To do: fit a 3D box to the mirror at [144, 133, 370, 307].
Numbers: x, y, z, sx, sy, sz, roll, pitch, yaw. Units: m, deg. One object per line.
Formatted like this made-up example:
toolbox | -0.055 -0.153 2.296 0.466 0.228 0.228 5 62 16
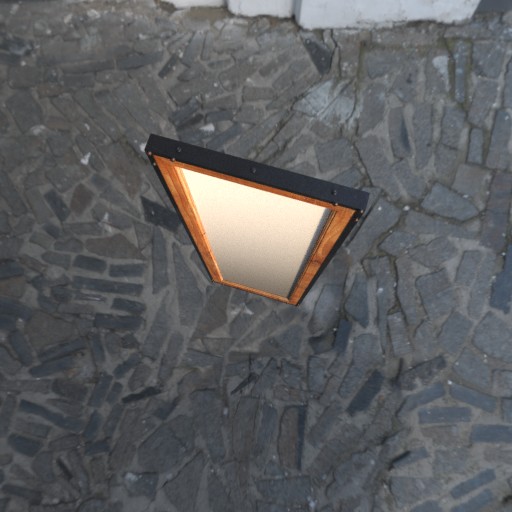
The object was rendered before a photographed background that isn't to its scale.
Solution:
mirror | 0.000 0.000 1.194 0.354 1.080 0.042 16 76 4
